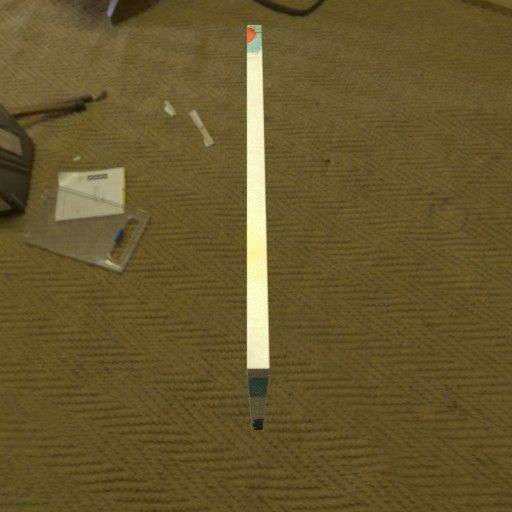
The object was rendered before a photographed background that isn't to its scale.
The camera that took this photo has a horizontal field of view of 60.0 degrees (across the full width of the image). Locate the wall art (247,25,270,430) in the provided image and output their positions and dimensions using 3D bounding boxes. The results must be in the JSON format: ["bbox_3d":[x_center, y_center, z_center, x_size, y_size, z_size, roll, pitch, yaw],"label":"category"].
[{"bbox_3d":[0.000,0.000,1.530,0.044,1.017,1.017,0,62,0],"label":"wall art"}]
